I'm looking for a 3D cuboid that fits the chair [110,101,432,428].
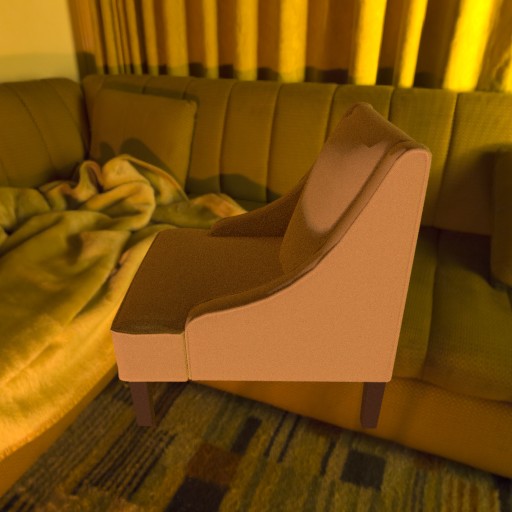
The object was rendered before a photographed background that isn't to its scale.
[{"bbox_3d":[0.000,0.000,1.470,0.806,0.886,0.689,0,28,1],"label":"chair"}]
